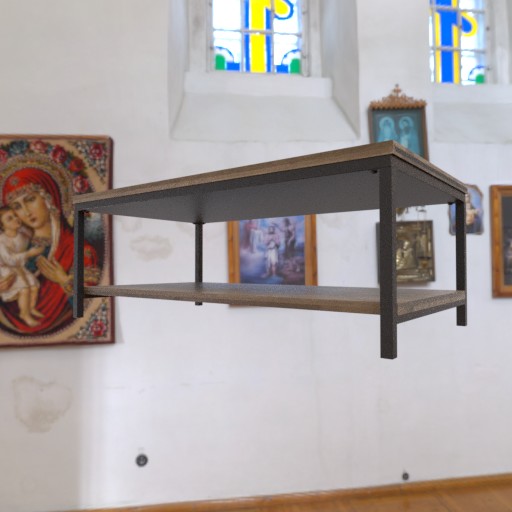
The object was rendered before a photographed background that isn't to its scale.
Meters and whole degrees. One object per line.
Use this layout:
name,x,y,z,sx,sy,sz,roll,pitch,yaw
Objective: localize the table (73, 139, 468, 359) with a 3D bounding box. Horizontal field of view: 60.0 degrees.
table,0.000,0.000,1.340,1.062,0.393,0.574,-1,-2,38
